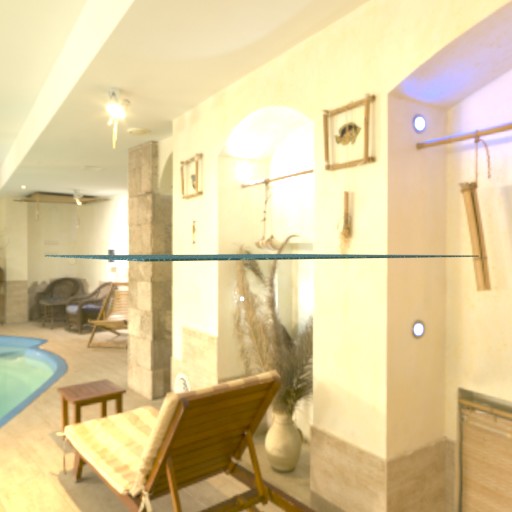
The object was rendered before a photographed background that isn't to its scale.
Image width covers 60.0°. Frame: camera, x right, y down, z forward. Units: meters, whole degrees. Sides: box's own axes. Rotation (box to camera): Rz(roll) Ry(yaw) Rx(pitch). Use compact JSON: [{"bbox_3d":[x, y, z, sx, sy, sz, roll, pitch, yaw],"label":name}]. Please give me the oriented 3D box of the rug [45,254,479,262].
[{"bbox_3d":[0.000,0.000,3.961,3.033,0.012,2.432,0,1,-36],"label":"rug"}]
